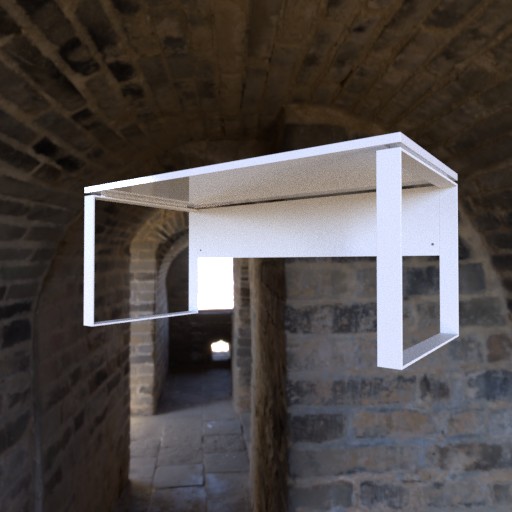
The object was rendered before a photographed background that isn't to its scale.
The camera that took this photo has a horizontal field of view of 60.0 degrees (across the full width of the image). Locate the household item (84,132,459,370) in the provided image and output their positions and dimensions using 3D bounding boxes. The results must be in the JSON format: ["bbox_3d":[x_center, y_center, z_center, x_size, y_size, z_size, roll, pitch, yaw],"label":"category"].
[{"bbox_3d":[0.000,0.000,2.201,1.700,0.745,0.800,-1,-1,36],"label":"household item"}]
